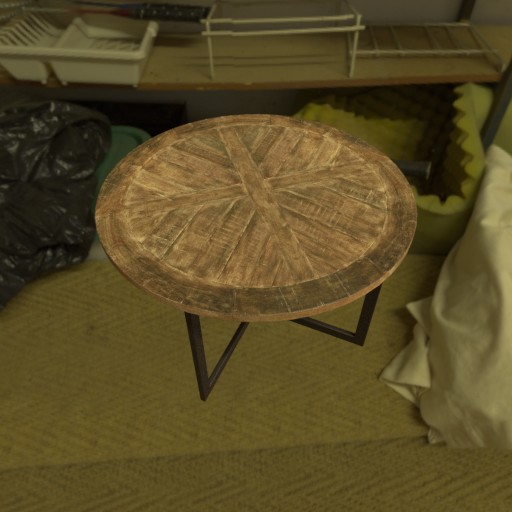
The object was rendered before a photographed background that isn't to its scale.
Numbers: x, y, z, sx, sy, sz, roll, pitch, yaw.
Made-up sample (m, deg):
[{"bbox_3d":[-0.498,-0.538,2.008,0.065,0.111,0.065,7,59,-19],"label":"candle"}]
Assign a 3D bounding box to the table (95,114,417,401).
[{"bbox_3d":[0.000,0.000,2.063,1.264,0.762,1.264,0,45,0],"label":"table"}]
